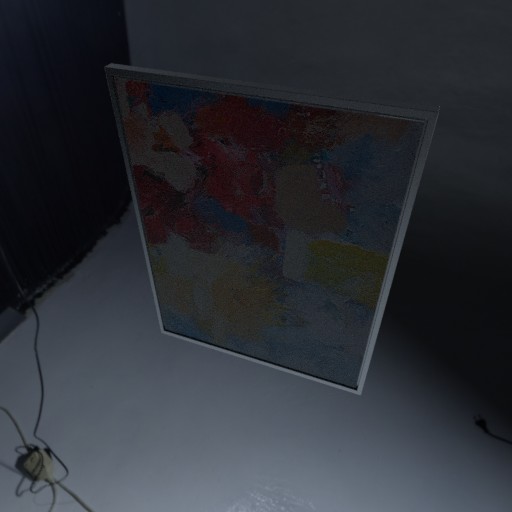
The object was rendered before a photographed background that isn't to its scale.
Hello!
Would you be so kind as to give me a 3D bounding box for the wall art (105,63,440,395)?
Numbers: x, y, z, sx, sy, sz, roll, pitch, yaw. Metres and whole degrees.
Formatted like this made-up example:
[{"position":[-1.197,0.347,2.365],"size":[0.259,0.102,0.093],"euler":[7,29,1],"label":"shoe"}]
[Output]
[{"position":[0.000,0.000,1.372],"size":[0.816,1.046,0.030],"euler":[14,42,16],"label":"wall art"}]
